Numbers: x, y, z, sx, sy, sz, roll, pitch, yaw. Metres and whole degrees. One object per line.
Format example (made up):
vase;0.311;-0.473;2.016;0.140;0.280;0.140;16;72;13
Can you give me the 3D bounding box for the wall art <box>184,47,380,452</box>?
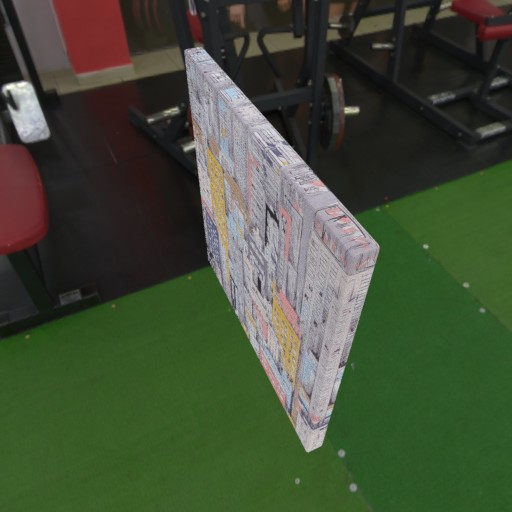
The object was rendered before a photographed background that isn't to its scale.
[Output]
wall art;0.000;0.000;1.133;0.048;0.762;0.761;-18;50;-16
